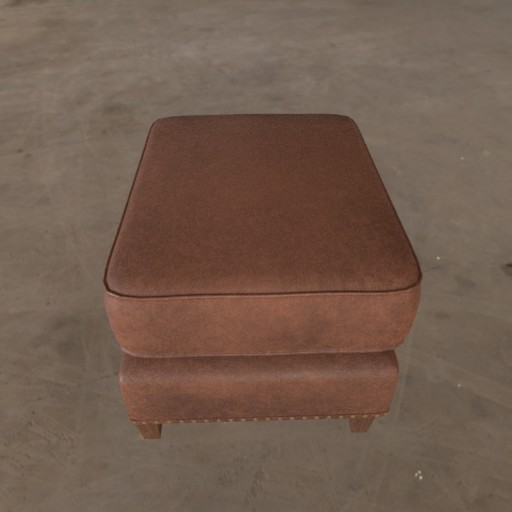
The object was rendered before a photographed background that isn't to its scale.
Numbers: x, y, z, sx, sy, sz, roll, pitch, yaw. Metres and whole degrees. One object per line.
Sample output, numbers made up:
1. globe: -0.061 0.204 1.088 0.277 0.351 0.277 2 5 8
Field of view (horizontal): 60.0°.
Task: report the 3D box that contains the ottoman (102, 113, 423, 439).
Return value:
1. ottoman: 0.000 0.000 1.137 0.589 0.537 0.738 -1 42 -1
